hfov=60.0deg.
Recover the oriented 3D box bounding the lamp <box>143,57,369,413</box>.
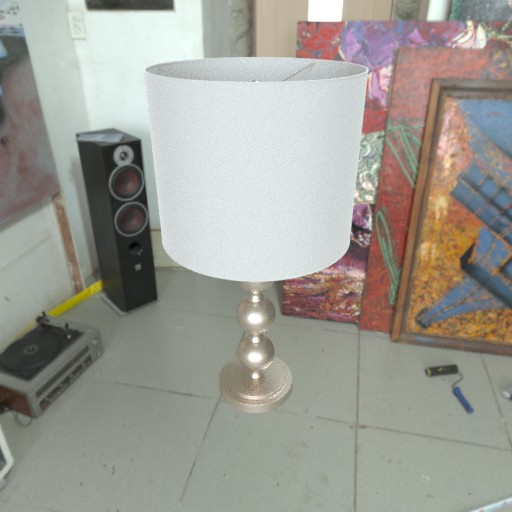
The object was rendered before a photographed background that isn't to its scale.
[{"bbox_3d":[0.000,0.000,0.682,0.277,0.538,0.277,-8,30,-15],"label":"lamp"}]
